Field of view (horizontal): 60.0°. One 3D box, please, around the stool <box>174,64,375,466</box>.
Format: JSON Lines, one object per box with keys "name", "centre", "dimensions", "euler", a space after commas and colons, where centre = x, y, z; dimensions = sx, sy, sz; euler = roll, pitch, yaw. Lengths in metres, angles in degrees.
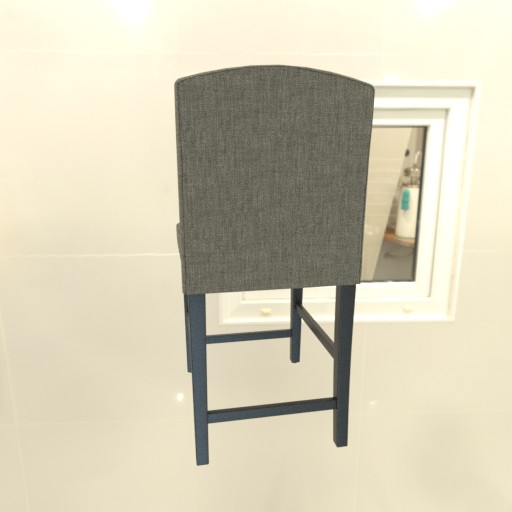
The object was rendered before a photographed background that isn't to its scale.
{"name": "stool", "centre": [0.000, 0.000, 1.307], "dimensions": [0.451, 0.966, 0.552], "euler": [-3, 14, -11]}
